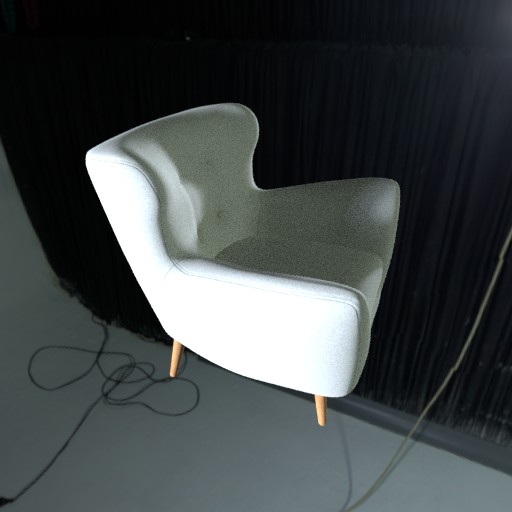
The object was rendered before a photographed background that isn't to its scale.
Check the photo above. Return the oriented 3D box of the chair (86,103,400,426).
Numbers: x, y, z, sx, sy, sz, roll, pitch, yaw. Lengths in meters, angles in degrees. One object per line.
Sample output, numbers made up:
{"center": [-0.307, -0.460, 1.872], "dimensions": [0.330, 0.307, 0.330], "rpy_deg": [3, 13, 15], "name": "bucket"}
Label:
{"center": [0.000, 0.000, 1.568], "dimensions": [0.889, 0.889, 0.890], "rpy_deg": [11, 31, 18], "name": "chair"}
